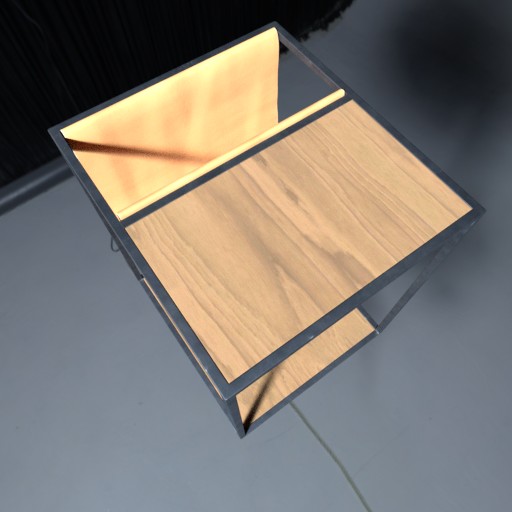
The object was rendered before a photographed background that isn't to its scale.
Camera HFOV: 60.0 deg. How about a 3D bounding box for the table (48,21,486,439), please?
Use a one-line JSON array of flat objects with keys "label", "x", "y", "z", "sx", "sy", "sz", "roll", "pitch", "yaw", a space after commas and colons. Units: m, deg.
[{"label": "table", "x": 0.000, "y": 0.000, "z": 0.827, "sx": 0.399, "sy": 0.536, "sz": 0.450, "roll": -33, "pitch": 68, "yaw": -15}]
